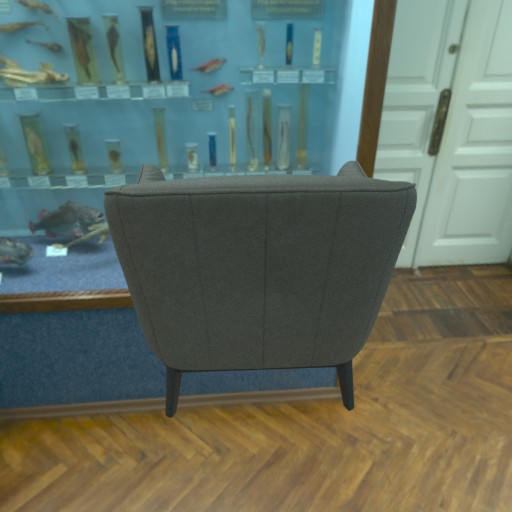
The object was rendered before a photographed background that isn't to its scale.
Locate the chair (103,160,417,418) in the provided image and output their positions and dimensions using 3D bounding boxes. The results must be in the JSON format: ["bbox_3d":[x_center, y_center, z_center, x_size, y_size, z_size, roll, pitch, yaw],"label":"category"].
[{"bbox_3d":[0.000,0.000,1.511,0.871,0.830,0.852,-1,30,-2],"label":"chair"}]
